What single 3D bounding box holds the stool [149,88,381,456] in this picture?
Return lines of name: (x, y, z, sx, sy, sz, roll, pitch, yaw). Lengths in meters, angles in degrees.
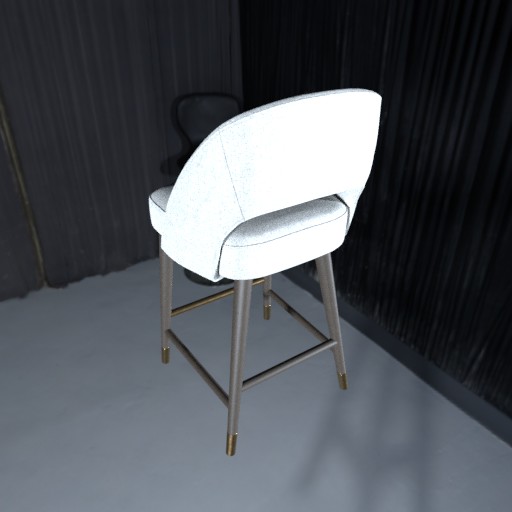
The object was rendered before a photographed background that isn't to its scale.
stool: (0.000, 0.000, 1.229, 0.494, 0.940, 0.509, -19, 35, -29)
